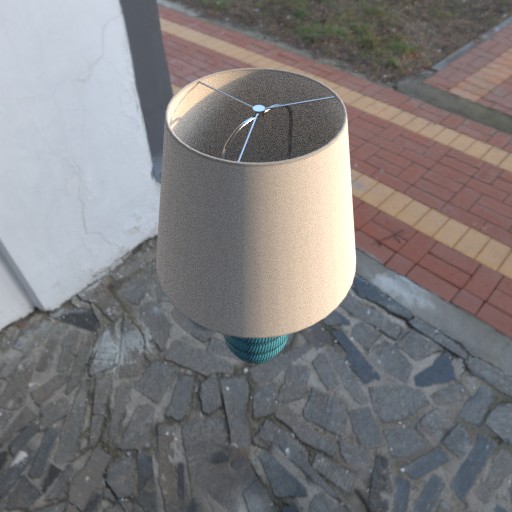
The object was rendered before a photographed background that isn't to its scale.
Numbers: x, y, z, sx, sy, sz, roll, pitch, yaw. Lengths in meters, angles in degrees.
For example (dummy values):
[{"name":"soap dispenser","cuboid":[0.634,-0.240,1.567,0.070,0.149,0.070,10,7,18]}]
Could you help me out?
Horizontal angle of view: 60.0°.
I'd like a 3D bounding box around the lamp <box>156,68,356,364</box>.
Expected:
[{"name":"lamp","cuboid":[0.000,0.000,0.803,0.355,0.582,0.355,0,48,0]}]
